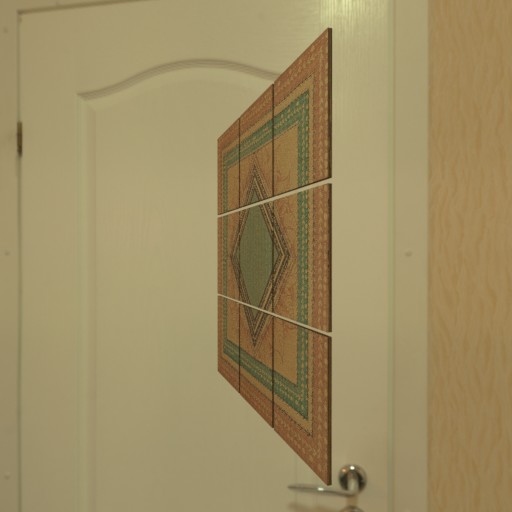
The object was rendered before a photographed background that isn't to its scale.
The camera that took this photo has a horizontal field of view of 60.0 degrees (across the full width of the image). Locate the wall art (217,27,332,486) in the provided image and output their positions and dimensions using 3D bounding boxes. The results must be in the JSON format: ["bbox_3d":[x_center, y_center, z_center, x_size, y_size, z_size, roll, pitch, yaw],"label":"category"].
[{"bbox_3d":[0.000,0.000,1.749,0.013,1.213,1.215,0,0,-19],"label":"wall art"}]
